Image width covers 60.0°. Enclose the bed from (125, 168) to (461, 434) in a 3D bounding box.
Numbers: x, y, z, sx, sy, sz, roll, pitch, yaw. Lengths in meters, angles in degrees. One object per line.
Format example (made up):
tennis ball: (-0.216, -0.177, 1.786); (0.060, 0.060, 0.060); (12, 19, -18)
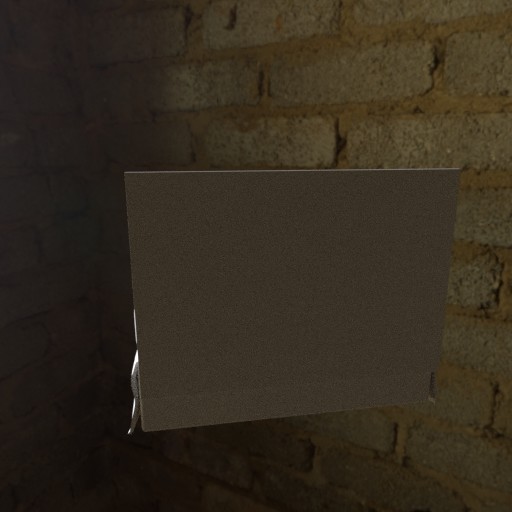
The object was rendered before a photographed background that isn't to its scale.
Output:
bed: (0.000, 0.000, 3.202); (1.745, 1.335, 2.094); (-3, 15, -10)
